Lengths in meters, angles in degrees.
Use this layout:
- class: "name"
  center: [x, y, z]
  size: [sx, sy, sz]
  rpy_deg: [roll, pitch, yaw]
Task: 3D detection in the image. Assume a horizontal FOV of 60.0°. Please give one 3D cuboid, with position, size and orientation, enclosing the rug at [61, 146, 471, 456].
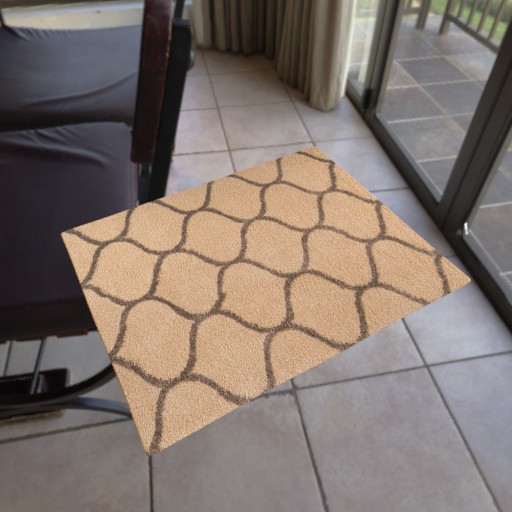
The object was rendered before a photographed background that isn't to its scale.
- class: "rug"
  center: [0.000, 0.000, 4.091]
  size: [3.000, 0.026, 2.399]
  rpy_deg: [-23, 51, -20]
